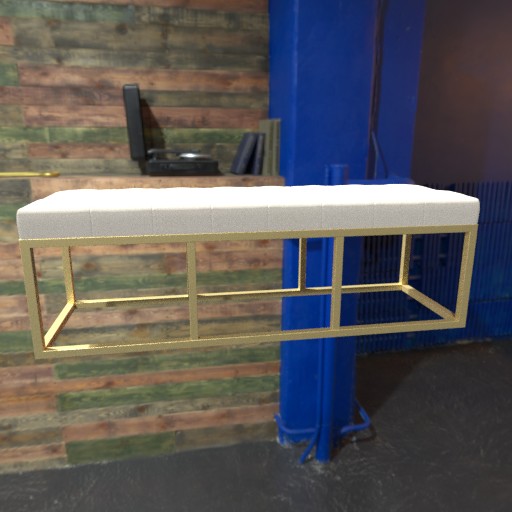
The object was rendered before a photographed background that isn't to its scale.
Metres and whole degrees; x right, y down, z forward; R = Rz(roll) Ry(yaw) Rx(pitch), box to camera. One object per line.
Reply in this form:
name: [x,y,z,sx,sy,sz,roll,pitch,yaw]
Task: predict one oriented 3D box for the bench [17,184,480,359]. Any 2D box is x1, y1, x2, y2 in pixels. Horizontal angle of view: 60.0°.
bench: [0.000,0.000,1.651,1.473,0.484,0.457,-2,15,-9]
